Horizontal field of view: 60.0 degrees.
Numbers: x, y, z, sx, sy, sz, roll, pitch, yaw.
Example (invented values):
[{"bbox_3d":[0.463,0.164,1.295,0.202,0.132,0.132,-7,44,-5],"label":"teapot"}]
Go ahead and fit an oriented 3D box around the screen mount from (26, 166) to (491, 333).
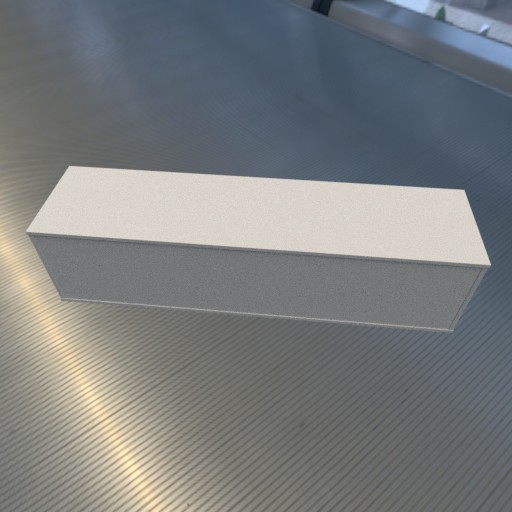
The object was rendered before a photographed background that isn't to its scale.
[{"bbox_3d":[0.000,0.000,1.848,1.600,0.520,0.418,4,47,4],"label":"screen mount"}]
